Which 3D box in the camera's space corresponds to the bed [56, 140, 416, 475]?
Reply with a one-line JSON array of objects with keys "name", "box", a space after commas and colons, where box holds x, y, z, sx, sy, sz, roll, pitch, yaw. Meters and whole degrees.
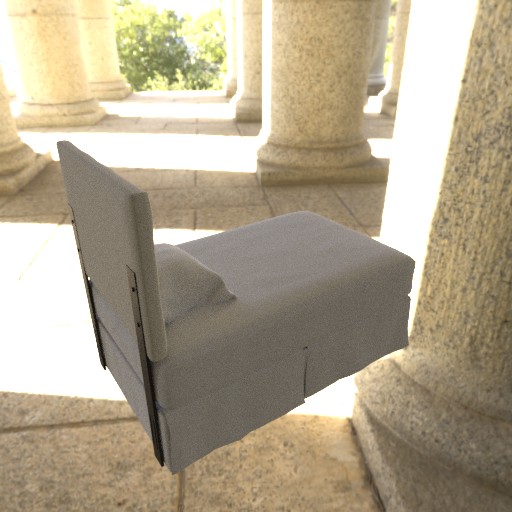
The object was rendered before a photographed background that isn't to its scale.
[{"name": "bed", "box": [0.000, 0.000, 2.935, 1.997, 1.571, 1.261, -18, 32, -31]}]
